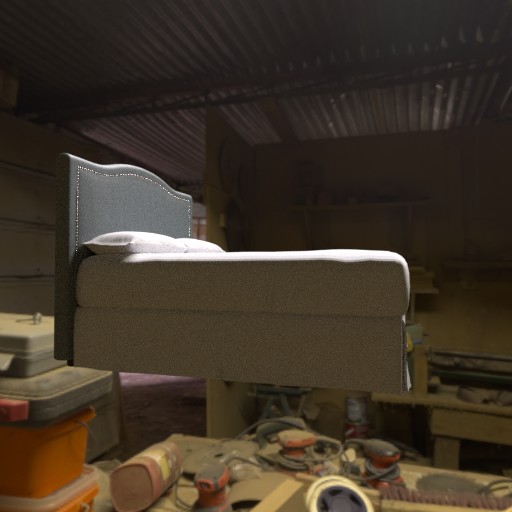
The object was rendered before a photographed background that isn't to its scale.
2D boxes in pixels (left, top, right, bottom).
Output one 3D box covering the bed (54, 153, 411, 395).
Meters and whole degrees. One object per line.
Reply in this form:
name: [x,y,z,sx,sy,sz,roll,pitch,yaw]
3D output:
bed: [0.000,0.000,3.303,2.143,1.460,1.753,-1,-2,18]
